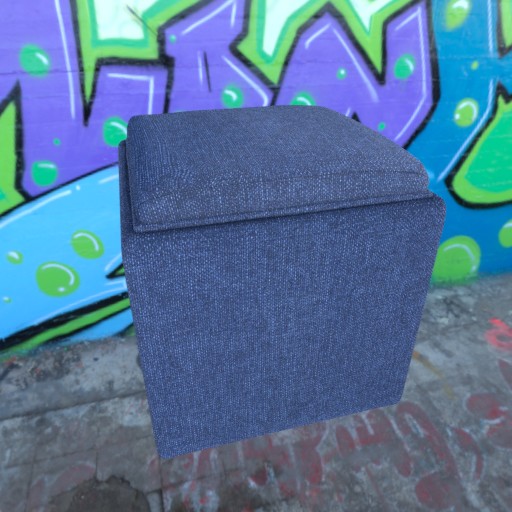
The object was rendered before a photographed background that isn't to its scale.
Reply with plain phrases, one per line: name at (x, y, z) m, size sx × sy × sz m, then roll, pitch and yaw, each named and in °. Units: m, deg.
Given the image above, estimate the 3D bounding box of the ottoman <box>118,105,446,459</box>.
ottoman at (0.000, 0.000, 0.840) m, size 0.454 × 0.493 × 0.436 m, roll -8°, pitch 32°, yaw -13°
